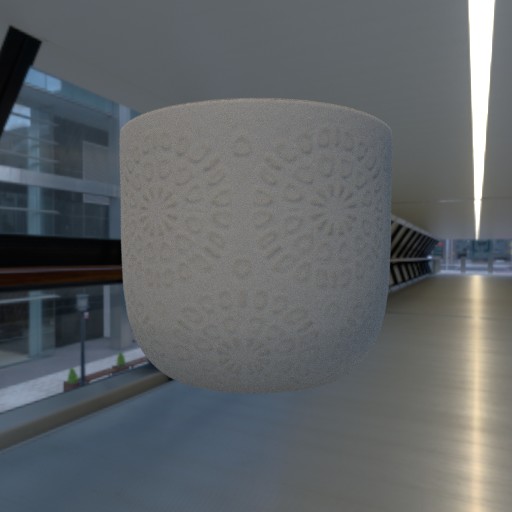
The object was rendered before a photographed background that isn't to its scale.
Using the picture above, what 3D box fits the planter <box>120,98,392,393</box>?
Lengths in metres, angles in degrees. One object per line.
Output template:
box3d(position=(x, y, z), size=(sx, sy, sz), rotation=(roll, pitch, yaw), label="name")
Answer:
box3d(position=(0.000, 0.000, 0.212), size=(0.124, 0.109, 0.124), rotation=(0, 1, 0), label="planter")
